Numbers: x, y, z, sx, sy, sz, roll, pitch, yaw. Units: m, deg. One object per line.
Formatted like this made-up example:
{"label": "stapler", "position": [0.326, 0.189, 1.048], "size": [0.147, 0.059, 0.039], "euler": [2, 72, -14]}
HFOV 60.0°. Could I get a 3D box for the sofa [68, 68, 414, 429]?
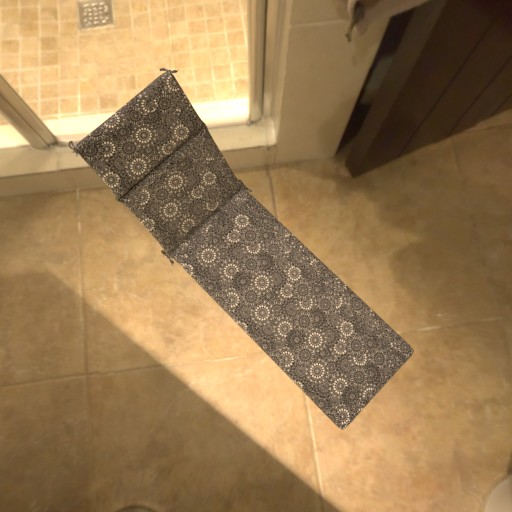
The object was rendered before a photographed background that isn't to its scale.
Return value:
{"label": "sofa", "position": [0.000, 0.000, 1.982], "size": [0.582, 0.622, 1.663], "euler": [-44, 80, -10]}
